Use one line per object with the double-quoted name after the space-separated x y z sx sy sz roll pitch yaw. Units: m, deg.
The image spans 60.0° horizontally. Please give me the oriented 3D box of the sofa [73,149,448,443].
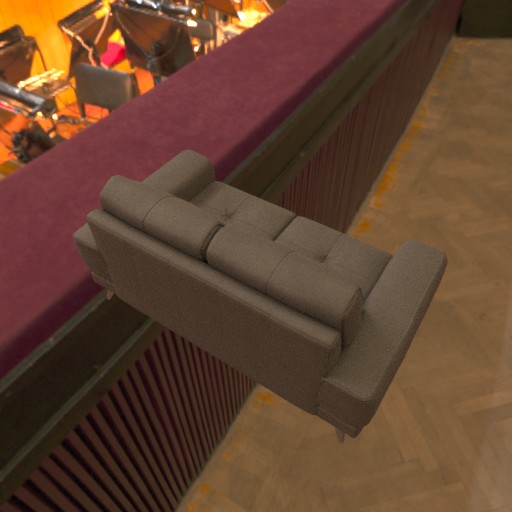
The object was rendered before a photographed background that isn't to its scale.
0.000 0.000 2.424 1.806 0.907 1.018 26 52 22 "sofa"
